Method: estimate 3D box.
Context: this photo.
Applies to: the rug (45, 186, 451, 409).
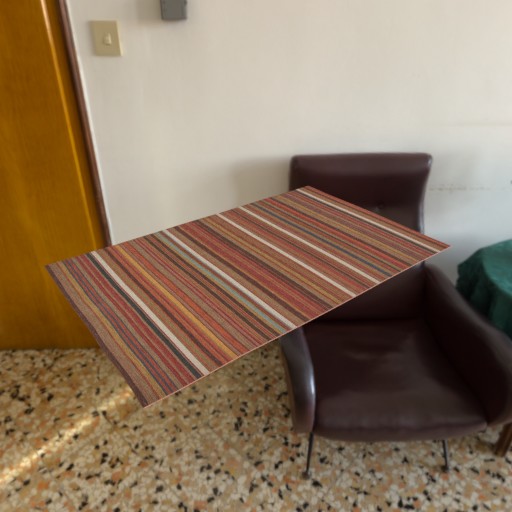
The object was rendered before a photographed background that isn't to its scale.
[{"bbox_3d":[0.000,0.000,3.113,2.438,0.008,1.523,-21,36,-32],"label":"rug"}]
